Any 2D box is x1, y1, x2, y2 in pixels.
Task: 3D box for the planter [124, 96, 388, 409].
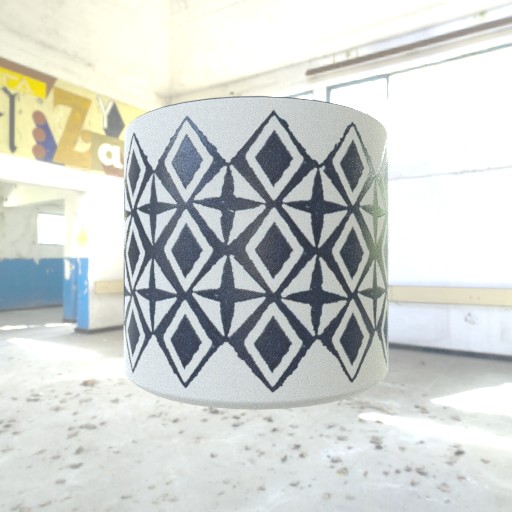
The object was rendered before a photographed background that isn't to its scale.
[{"bbox_3d":[0.000,0.000,0.391,0.224,0.203,0.224,0,0,0],"label":"planter"}]
